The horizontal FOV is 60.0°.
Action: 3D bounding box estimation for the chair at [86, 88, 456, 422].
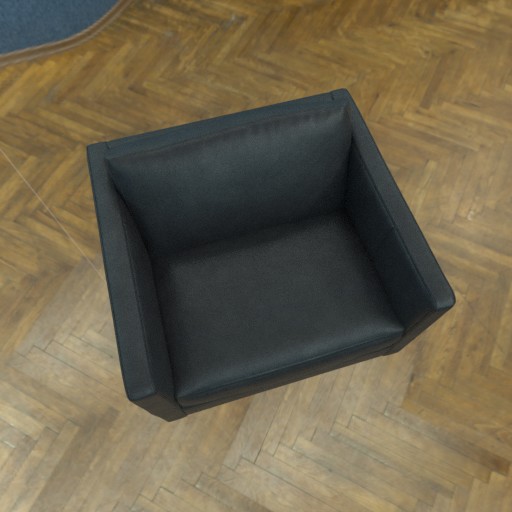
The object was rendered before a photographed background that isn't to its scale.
[{"bbox_3d":[0.000,0.000,1.568,0.939,0.811,0.862,-15,65,-7],"label":"chair"}]
